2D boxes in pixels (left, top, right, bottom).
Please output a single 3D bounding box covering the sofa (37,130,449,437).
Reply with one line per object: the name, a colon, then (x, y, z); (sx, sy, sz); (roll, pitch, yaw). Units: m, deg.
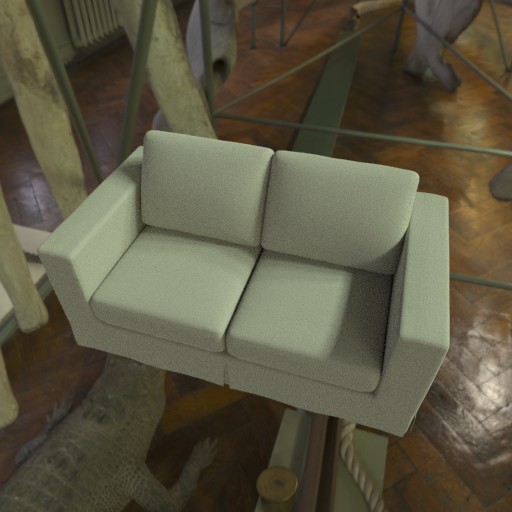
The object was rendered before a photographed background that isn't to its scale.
sofa: (0.000, 0.000, 2.291); (1.813, 0.932, 1.009); (12, 45, 13)
